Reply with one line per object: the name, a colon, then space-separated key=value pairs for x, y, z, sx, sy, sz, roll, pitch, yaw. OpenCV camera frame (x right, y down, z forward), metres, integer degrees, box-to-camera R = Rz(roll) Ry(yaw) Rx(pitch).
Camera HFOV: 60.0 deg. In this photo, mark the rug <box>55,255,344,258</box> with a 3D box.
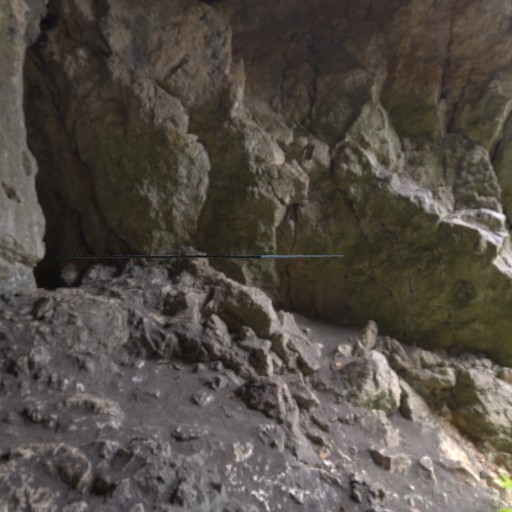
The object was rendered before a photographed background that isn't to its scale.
rug: x=0.000 y=0.000 z=2.682 sx=0.801 sy=0.010 sz=2.459 roll=0 pitch=0 yaw=17
